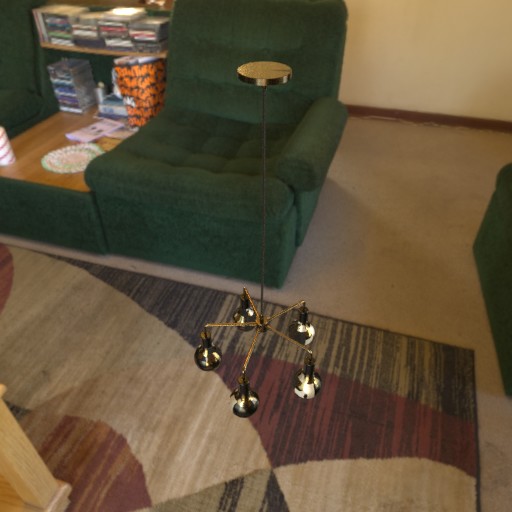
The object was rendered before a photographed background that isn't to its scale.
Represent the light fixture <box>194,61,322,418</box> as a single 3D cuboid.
[{"bbox_3d":[0.000,0.000,1.218,0.421,0.988,0.438,0,40,0],"label":"light fixture"}]
